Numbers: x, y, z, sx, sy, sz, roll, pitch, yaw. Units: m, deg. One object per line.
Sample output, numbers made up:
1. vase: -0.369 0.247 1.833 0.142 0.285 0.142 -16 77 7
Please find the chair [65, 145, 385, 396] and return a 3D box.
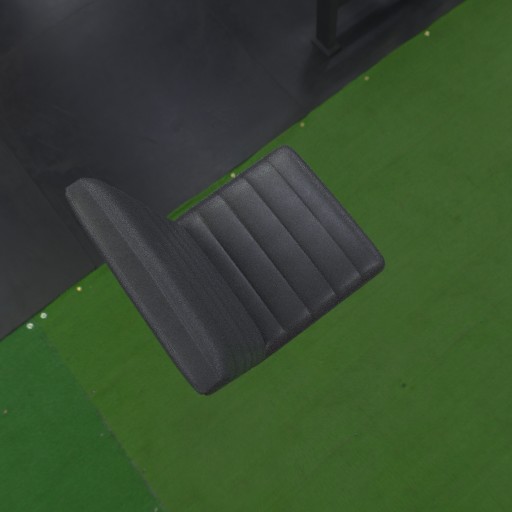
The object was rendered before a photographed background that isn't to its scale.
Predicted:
1. chair: 0.000 0.000 1.329 0.634 0.930 0.520 -35 78 -9
